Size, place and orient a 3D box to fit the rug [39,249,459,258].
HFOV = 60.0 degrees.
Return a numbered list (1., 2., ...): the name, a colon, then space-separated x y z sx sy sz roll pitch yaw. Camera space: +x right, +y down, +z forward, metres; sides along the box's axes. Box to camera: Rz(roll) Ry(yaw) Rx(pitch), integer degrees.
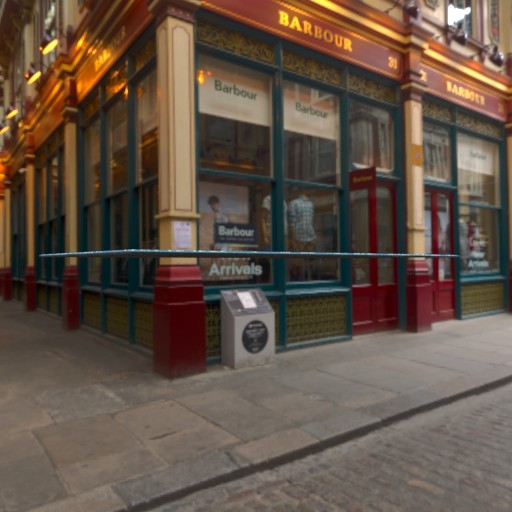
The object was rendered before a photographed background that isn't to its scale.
1. rug: 0.000 0.000 2.311 1.833 0.012 1.211 1 -1 -37
